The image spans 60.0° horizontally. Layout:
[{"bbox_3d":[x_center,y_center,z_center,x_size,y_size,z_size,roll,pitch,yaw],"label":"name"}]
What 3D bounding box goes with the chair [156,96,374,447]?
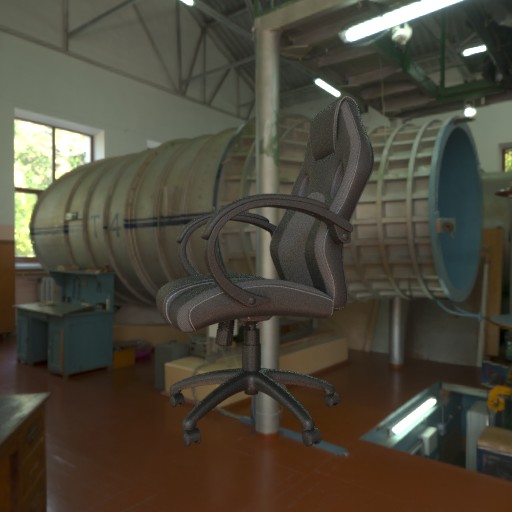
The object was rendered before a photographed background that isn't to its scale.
[{"bbox_3d":[0.000,0.000,1.657,0.724,1.187,0.673,0,1,-17],"label":"chair"}]
